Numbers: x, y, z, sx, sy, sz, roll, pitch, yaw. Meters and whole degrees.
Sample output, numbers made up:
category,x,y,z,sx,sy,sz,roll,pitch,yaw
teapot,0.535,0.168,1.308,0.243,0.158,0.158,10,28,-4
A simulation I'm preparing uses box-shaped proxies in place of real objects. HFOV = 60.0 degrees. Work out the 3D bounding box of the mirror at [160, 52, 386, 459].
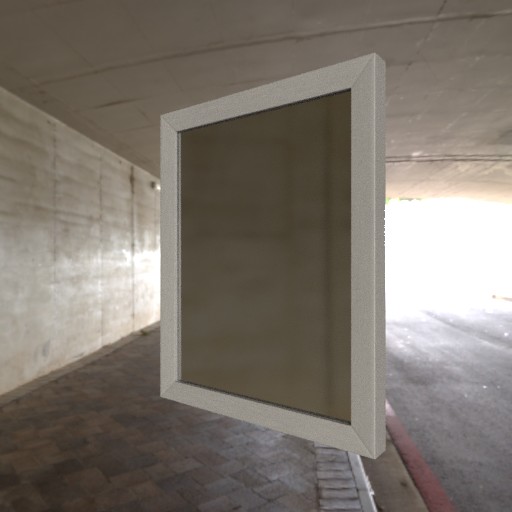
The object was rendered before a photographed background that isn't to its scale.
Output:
category,x,y,z,sx,sy,sz,roll,pitch,yaw
mirror,0.000,0.000,0.692,0.405,0.508,0.041,0,0,38
